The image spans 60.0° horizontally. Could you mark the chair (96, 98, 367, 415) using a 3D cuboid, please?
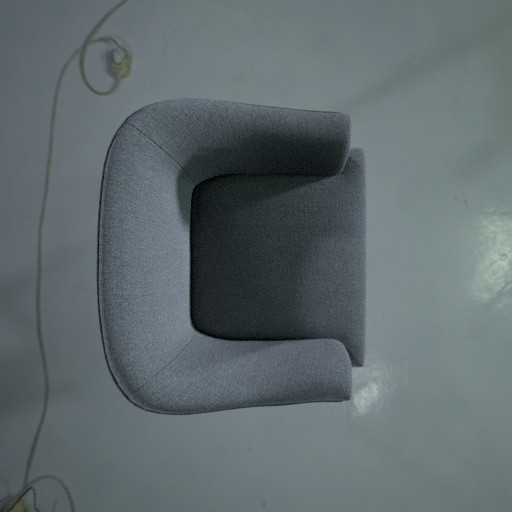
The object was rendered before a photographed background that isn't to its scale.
[{"bbox_3d":[0.000,0.000,1.390,0.704,0.815,0.798,0,90,1],"label":"chair"}]
